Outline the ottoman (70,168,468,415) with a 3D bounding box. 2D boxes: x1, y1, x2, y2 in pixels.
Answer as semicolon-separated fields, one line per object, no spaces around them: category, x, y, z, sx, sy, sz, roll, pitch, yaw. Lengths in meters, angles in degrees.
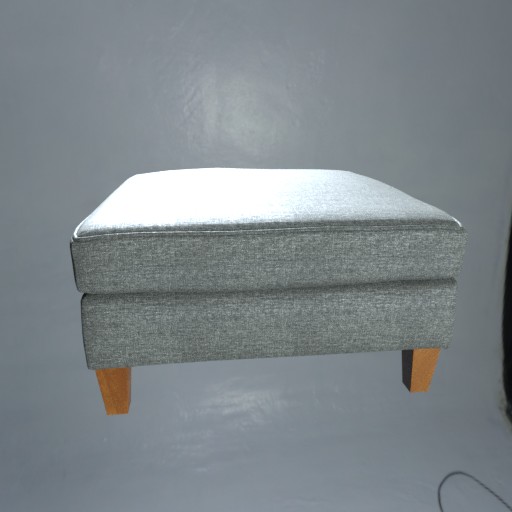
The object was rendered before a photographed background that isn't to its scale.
ottoman;0.000;0.000;1.332;0.838;0.481;0.838;-2;18;-7
